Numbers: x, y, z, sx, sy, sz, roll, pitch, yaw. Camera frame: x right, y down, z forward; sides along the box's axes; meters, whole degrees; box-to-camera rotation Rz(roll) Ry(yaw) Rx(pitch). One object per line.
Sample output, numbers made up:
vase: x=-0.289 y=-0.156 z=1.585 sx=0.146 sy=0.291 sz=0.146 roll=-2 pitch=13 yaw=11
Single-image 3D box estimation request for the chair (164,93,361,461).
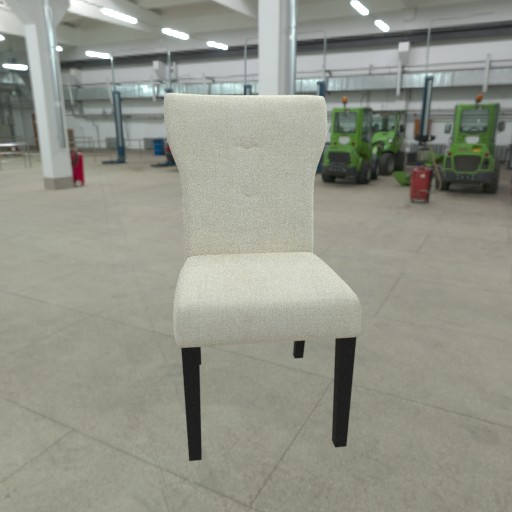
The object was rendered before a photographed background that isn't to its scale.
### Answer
chair: x=0.000 y=0.000 z=1.289 sx=0.509 sy=0.921 sz=0.597 roll=-2 pitch=17 yaw=-7
